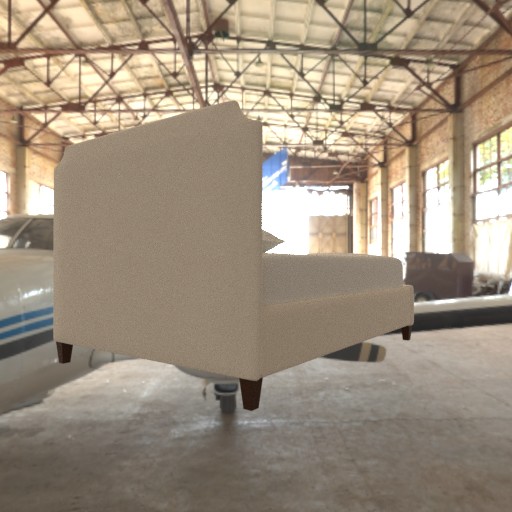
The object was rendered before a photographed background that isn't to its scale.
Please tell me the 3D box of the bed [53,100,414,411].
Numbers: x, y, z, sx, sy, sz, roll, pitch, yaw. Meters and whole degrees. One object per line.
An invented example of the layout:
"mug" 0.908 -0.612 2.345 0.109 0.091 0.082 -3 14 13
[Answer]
"bed" 0.000 0.000 3.404 1.712 1.443 2.365 -1 -1 36
